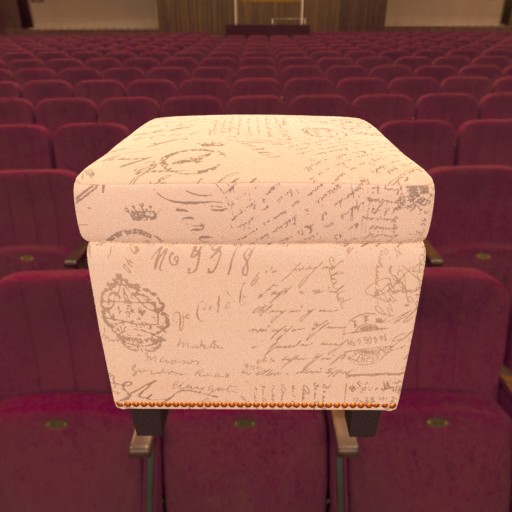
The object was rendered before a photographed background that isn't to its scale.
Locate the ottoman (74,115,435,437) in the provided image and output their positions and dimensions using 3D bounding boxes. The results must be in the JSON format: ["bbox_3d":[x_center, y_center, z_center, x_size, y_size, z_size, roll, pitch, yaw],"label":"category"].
[{"bbox_3d":[0.000,0.000,0.808,0.449,0.457,0.450,0,26,0],"label":"ottoman"}]
